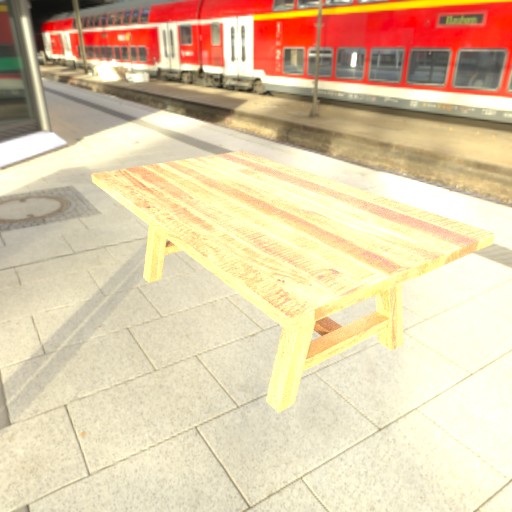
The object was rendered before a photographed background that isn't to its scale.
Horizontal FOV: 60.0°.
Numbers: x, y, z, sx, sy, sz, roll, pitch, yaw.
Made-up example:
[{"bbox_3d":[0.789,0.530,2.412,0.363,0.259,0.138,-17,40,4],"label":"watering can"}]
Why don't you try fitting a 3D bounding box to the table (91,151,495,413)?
[{"bbox_3d":[0.000,0.000,1.666,0.760,0.455,1.320,-17,31,-31],"label":"table"}]
